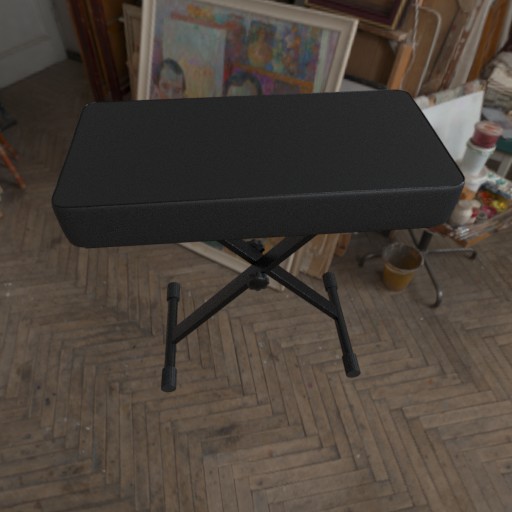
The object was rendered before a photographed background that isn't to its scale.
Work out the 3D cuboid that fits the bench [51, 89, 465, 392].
[{"bbox_3d":[0.000,0.000,0.926,0.600,0.561,0.300,-4,47,-3],"label":"bench"}]
